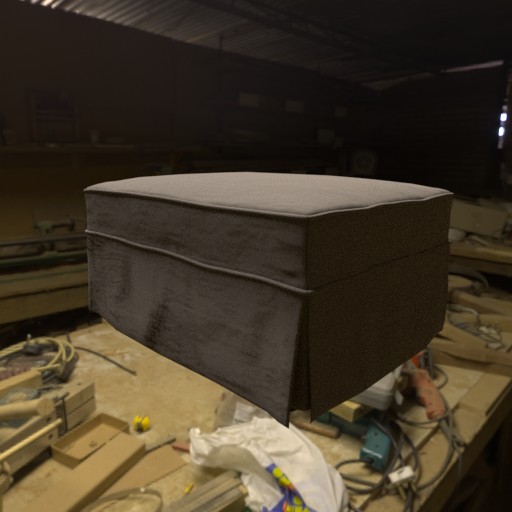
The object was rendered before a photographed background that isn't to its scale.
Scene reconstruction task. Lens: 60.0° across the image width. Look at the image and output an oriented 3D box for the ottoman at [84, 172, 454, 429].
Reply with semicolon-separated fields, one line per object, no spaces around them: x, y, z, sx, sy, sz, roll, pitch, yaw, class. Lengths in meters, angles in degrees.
0.000;0.000;1.323;0.944;0.479;0.703;13;18;43;ottoman
